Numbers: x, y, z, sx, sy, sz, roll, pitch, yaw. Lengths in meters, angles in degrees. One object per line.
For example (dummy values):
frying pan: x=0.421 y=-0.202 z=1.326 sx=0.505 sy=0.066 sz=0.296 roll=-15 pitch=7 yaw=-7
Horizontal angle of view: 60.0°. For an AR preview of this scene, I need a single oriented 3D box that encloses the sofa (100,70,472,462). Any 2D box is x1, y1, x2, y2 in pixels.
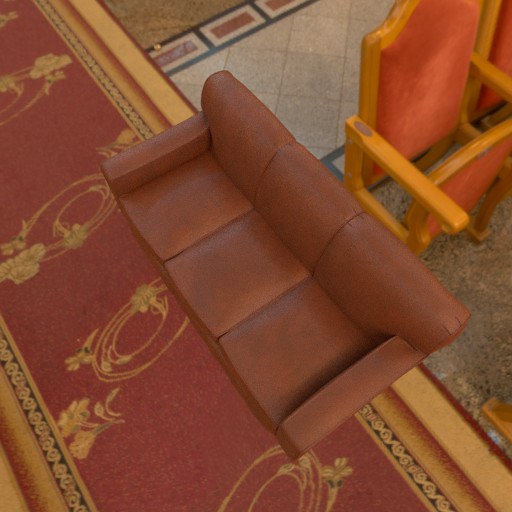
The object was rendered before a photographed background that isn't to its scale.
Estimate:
sofa: x=0.000 y=0.000 z=2.591 sx=1.008 sy=0.953 sz=2.039 roll=-32 pitch=67 yaw=-16
